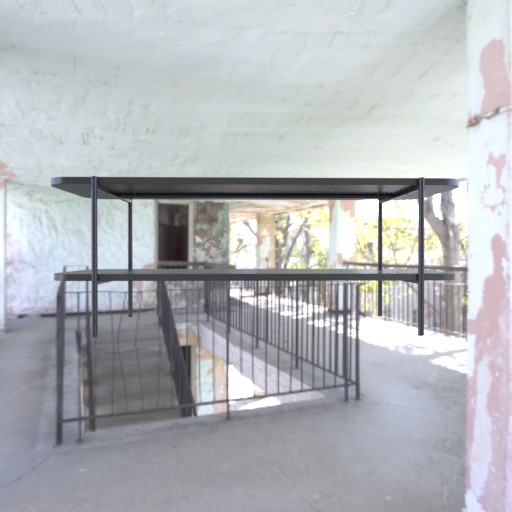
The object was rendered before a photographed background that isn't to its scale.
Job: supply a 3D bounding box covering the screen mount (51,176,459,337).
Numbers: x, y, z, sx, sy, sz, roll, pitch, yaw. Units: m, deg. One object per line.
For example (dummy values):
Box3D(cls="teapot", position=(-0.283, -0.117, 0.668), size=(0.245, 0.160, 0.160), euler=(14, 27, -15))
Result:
Box3D(cls="screen mount", position=(0.000, 0.000, 1.437), size=(1.200, 0.447, 0.400), euler=(0, 1, -1))
